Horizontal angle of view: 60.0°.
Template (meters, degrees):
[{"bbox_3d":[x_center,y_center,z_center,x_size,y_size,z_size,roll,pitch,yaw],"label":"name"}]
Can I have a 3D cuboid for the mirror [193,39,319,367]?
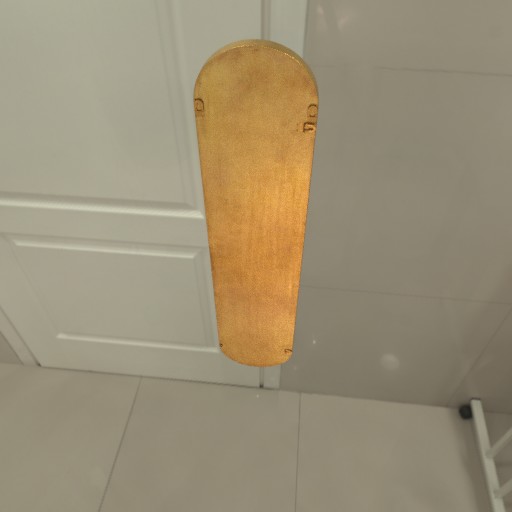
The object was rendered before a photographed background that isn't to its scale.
[{"bbox_3d":[0.000,0.000,1.073,0.222,0.991,0.032,4,46,4],"label":"mirror"}]
